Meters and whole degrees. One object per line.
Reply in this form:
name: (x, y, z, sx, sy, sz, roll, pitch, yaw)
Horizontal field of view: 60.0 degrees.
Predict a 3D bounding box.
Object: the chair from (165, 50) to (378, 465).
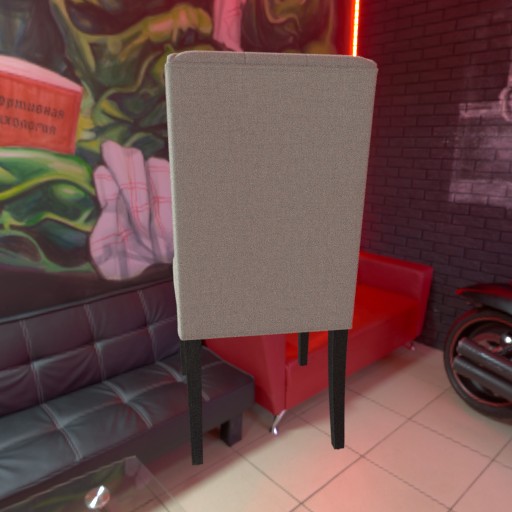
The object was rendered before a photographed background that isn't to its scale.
chair: (0.000, 0.000, 1.238, 0.474, 0.961, 0.523, -2, 15, -9)
